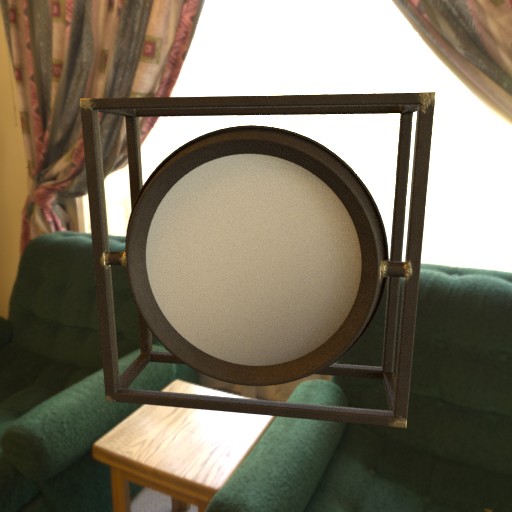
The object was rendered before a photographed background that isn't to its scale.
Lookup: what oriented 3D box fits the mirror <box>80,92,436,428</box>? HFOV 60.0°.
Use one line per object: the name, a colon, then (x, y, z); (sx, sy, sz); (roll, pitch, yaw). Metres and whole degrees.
mirror: (0.000, 0.000, 0.459); (0.306, 0.303, 0.107); (2, 14, 9)
